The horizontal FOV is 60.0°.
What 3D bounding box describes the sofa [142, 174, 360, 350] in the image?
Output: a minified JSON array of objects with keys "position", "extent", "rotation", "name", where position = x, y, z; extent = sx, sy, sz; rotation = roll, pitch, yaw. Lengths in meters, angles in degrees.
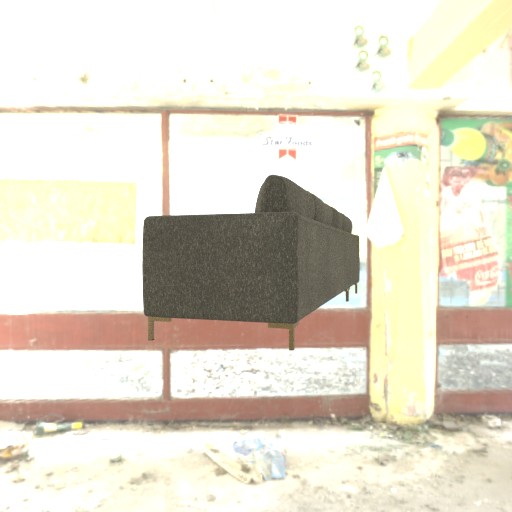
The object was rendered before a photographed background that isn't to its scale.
[{"position":[0.000,0.000,3.512],"extent":[1.350,0.810,2.932],"rotation":[0,1,18],"name":"sofa"}]
